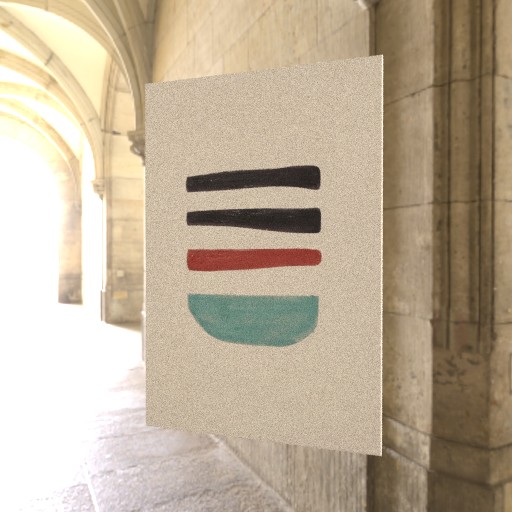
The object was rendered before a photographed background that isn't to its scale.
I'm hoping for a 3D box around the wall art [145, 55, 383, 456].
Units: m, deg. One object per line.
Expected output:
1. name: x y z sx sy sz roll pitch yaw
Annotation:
1. wall art: 0.000 0.000 1.108 0.607 0.912 0.038 0 1 17
